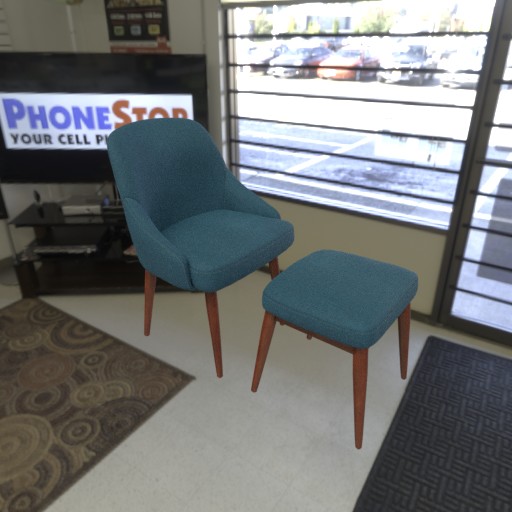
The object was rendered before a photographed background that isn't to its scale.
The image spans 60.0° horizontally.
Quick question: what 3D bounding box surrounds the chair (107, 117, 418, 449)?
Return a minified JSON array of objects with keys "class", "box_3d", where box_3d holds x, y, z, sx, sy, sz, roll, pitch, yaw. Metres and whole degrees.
[{"class":"chair","box_3d":[0.000,0.000,1.633,1.114,0.866,0.584,18,32,33]}]
